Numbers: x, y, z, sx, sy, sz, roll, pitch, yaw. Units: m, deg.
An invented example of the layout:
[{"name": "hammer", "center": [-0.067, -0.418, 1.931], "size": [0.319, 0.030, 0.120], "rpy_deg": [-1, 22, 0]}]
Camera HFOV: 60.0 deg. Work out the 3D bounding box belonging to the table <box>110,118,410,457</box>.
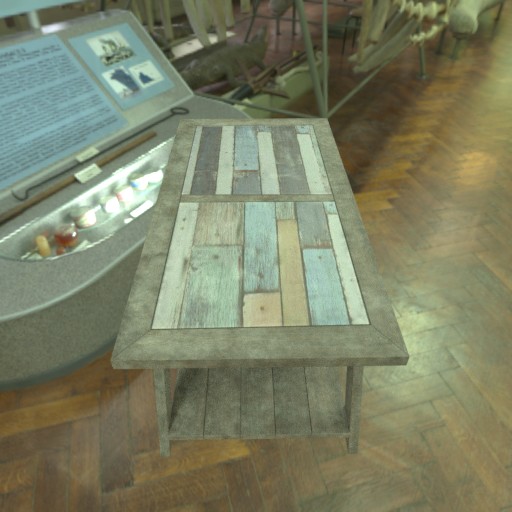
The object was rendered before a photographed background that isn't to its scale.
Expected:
[{"name": "table", "center": [0.000, 0.000, 1.520], "size": [0.610, 0.470, 1.219], "rpy_deg": [-1, 40, -1]}]
